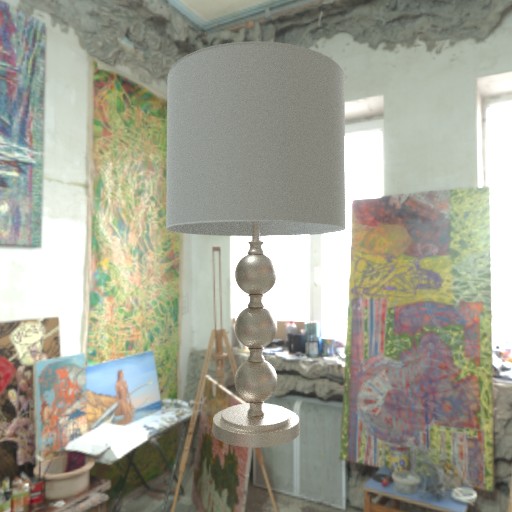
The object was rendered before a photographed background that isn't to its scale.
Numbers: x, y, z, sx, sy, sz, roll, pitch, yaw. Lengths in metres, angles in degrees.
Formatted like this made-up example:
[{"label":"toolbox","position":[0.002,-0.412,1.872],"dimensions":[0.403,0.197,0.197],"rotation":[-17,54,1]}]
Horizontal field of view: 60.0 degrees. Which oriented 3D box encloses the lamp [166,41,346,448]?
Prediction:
[{"label":"lamp","position":[0.000,0.000,0.693],"dimensions":[0.277,0.538,0.277],"rotation":[0,-1,1]}]
